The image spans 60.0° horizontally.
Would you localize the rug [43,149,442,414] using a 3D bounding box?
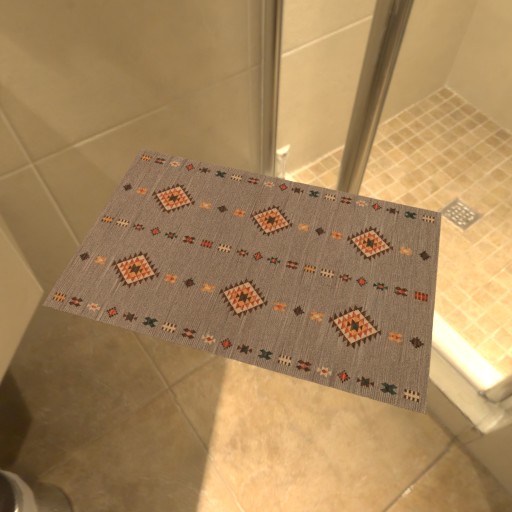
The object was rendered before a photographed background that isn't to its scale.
[{"bbox_3d":[0.000,0.000,3.074,2.427,0.007,1.515,14,57,9],"label":"rug"}]
